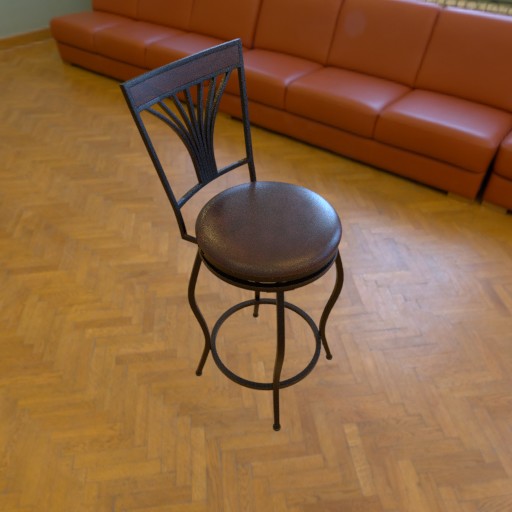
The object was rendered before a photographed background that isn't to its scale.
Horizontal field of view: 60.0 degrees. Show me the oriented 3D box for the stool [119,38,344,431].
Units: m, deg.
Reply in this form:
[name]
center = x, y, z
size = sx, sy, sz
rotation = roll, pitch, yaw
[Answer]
[stool]
center = 0.000, 0.000, 1.406
size = 0.514, 1.117, 0.433
rotation = 26, 48, 27
